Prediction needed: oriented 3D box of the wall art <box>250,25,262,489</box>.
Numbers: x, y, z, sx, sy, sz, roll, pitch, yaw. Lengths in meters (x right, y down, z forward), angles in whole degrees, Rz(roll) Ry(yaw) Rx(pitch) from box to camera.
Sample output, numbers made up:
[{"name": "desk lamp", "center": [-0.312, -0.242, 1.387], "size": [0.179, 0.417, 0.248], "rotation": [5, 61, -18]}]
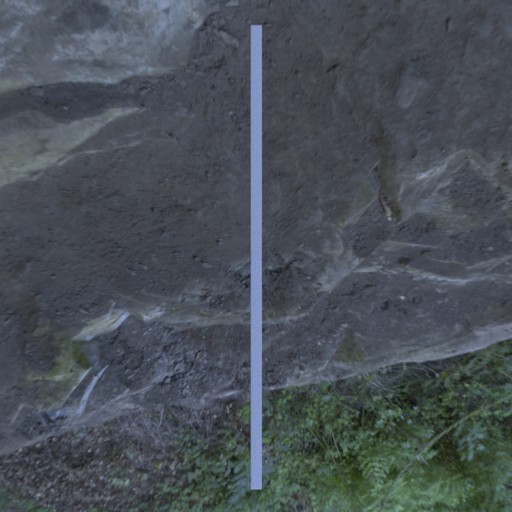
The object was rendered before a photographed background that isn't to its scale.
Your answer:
[{"name": "wall art", "center": [0.000, 0.000, 0.833], "size": [0.015, 0.577, 0.572], "rotation": [0, 91, 0]}]
